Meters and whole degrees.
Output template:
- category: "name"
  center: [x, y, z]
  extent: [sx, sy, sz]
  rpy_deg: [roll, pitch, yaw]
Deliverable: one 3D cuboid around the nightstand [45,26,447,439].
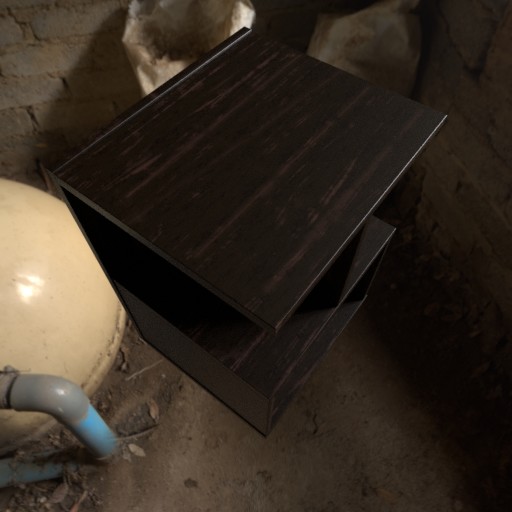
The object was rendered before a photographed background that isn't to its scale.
- category: "nightstand"
  center: [0.000, 0.000, 0.813]
  extent: [0.356, 0.559, 0.400]
  rpy_deg: [33, 63, 19]
